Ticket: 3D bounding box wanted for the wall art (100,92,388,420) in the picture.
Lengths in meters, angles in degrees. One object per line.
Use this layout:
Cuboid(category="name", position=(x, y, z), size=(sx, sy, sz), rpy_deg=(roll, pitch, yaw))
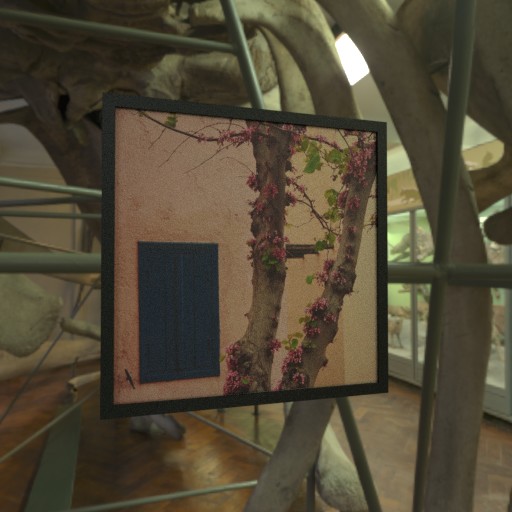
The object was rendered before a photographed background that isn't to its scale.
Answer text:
Cuboid(category="wall art", position=(0.000, 0.000, 1.157), size=(0.762, 0.762, 0.038), rpy_deg=(0, -1, -17))
